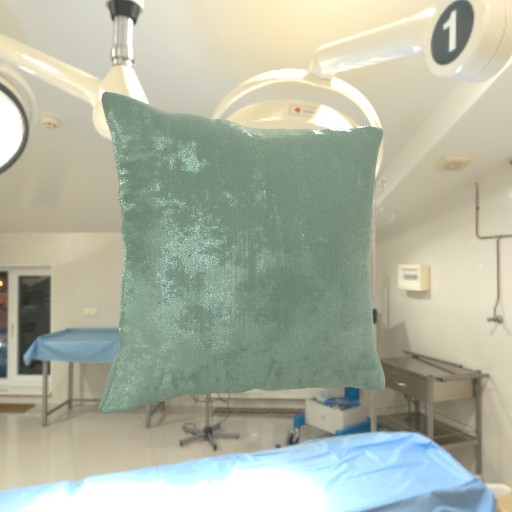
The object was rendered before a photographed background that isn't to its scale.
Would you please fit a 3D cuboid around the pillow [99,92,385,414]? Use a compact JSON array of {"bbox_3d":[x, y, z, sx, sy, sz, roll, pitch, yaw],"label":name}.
[{"bbox_3d":[0.000,0.000,0.705,0.470,0.464,0.175,0,-1,-18],"label":"pillow"}]
